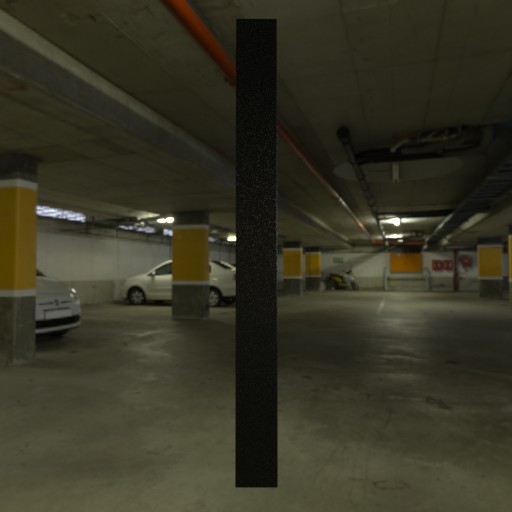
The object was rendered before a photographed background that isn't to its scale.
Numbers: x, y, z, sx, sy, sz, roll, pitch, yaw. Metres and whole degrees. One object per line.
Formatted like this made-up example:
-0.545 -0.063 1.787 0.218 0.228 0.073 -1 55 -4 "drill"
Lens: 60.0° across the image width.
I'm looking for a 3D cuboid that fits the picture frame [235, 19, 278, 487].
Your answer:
0.000 0.000 0.521 0.034 0.378 0.328 0 -2 0 "picture frame"
